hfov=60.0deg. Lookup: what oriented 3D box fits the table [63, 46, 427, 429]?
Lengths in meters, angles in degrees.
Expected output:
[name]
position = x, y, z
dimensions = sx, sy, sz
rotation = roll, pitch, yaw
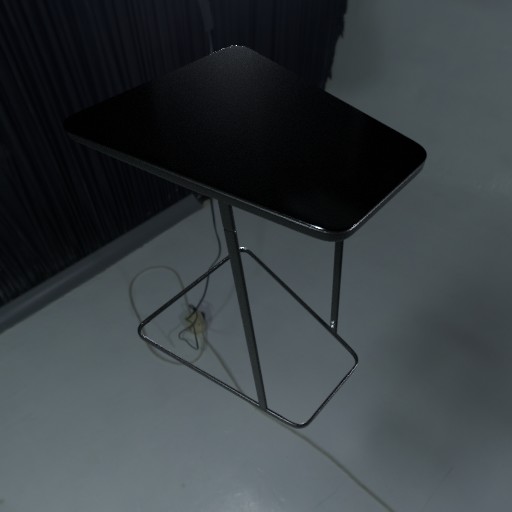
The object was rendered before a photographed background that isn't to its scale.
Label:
[table]
position = 0.000, 0.000, 0.945
dimensions = 0.500, 0.624, 0.427
rotation = 33, 55, 27
